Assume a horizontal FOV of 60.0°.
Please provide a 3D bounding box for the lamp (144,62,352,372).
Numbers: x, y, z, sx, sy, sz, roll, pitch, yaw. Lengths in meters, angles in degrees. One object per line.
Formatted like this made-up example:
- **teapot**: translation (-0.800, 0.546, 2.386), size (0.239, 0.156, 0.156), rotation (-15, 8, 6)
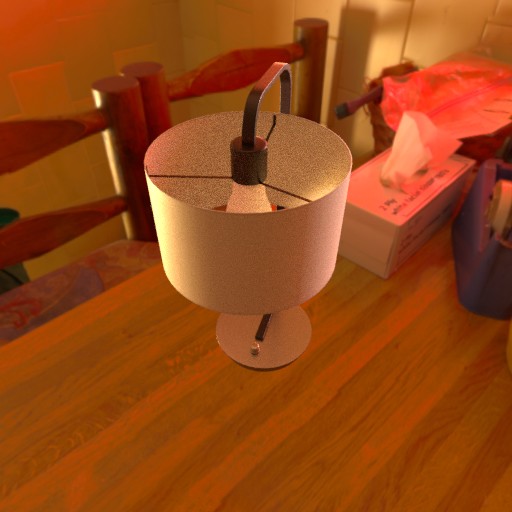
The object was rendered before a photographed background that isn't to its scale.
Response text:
- **lamp**: translation (0.000, 0.000, 0.635), size (0.230, 0.473, 0.288), rotation (12, 43, 13)
